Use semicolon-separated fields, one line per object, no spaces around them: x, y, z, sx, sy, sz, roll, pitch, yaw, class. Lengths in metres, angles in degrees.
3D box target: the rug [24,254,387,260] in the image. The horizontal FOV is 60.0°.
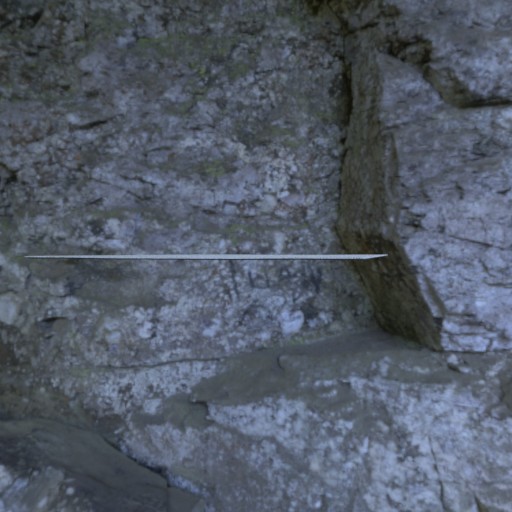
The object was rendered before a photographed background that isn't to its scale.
0.000;0.000;5.126;2.782;0.025;3.935;0;0;19;rug
